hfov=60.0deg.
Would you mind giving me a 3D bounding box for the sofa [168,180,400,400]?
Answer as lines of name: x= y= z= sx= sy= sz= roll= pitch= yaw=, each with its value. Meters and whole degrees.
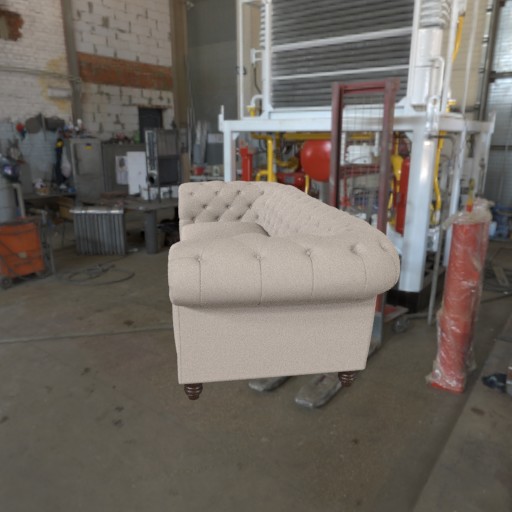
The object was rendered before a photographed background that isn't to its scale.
sofa: x=0.000 y=0.000 z=2.808 sx=0.991 sy=0.749 sz=2.411 roll=-2 pitch=15 yaw=-8
